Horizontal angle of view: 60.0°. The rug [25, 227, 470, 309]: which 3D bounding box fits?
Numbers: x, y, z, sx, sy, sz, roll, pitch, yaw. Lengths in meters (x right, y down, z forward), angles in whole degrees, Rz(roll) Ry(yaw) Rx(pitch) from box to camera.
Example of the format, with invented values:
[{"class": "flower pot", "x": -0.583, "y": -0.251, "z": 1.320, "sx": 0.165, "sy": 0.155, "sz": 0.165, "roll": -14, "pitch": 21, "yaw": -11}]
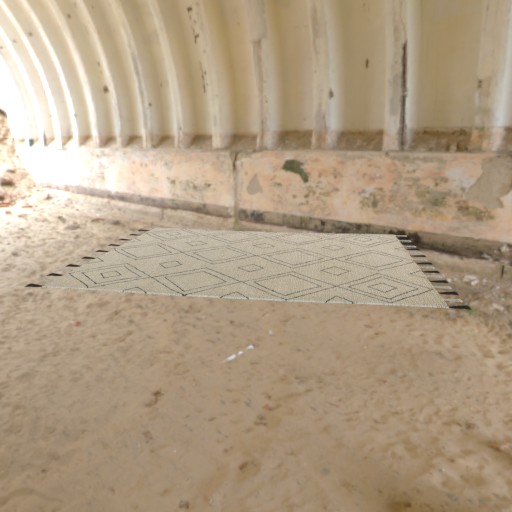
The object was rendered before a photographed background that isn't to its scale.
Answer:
[{"class": "rug", "x": 0.000, "y": 0.000, "z": 4.260, "sx": 3.221, "sy": 0.026, "sz": 2.342, "roll": 2, "pitch": 15, "yaw": 8}]
